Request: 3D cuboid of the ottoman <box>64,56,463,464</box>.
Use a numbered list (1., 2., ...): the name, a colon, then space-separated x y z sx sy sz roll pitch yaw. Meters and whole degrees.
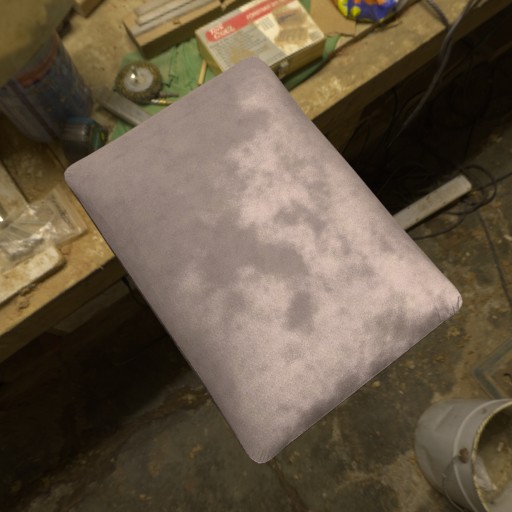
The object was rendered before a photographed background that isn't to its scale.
1. ottoman: 0.000 0.000 1.055 0.520 0.456 0.719 -35 78 -9
